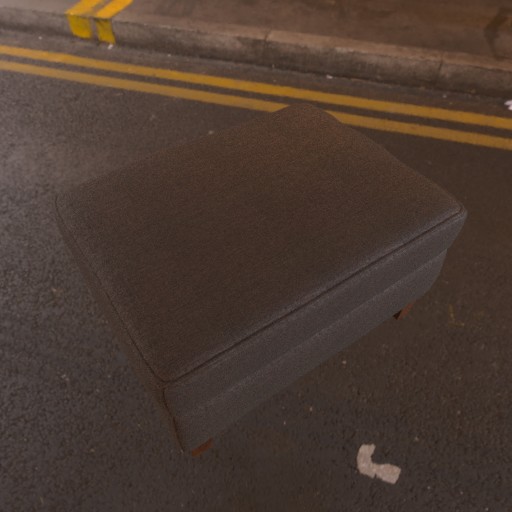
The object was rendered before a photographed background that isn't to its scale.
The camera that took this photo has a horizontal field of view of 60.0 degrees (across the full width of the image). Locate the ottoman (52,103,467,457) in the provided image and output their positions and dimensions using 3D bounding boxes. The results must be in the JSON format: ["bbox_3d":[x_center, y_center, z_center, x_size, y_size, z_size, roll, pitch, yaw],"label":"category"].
[{"bbox_3d":[0.000,0.000,1.193,0.826,0.496,0.639,-27,53,-22],"label":"ottoman"}]
